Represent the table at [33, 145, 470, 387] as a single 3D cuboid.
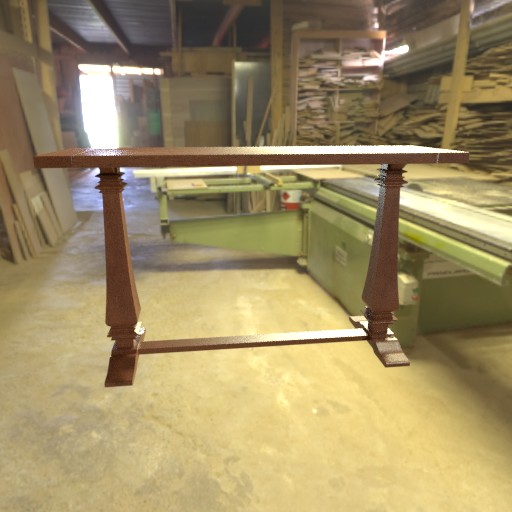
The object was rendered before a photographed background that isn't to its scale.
[{"bbox_3d":[0.000,0.000,1.827,1.478,0.852,0.461,-2,17,-7],"label":"table"}]
